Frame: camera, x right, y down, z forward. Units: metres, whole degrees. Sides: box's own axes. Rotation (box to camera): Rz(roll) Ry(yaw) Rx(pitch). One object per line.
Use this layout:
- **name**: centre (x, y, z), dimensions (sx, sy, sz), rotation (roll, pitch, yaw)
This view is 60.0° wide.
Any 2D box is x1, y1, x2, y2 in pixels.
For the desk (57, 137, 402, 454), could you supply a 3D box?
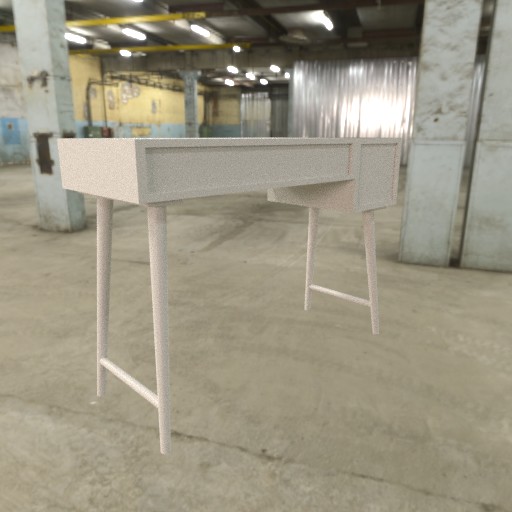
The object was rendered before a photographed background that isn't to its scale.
- **desk**: centre (0.000, 0.000, 1.479), dimensions (1.069, 0.761, 0.409), rotation (-14, 21, -42)
